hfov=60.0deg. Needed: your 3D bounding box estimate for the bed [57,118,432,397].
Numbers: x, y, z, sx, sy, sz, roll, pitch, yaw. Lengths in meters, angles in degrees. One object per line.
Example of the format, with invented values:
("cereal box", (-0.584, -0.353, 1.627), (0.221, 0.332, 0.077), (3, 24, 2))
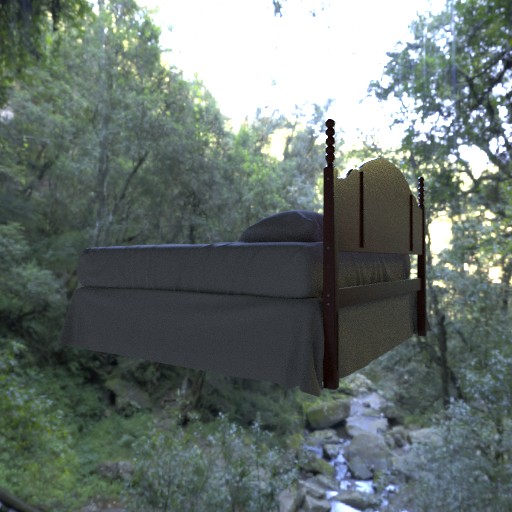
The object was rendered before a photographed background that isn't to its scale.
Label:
("bed", (0.000, 0.000, 3.585), (2.219, 1.355, 2.322), (0, -1, 34))
